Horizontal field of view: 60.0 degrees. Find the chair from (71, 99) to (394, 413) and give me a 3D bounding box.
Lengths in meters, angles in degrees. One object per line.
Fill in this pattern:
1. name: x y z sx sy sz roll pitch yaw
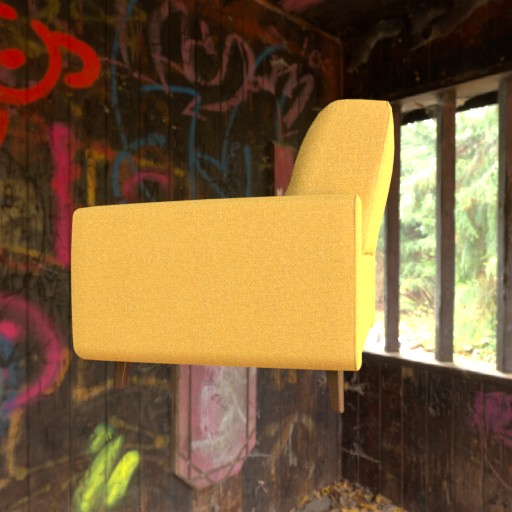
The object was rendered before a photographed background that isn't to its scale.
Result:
1. chair: 0.000 0.000 1.533 0.909 0.841 0.831 0 0 18
